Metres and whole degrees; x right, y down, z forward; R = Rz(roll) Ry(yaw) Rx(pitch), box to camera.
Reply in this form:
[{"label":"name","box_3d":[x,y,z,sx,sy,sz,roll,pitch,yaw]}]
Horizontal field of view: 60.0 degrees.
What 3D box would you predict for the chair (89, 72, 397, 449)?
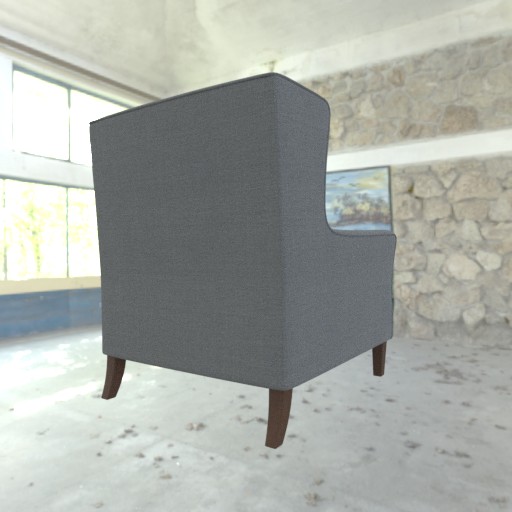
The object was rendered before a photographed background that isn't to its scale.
[{"label":"chair","box_3d":[0.000,0.000,1.809,0.866,1.056,1.040,0,0,34]}]
